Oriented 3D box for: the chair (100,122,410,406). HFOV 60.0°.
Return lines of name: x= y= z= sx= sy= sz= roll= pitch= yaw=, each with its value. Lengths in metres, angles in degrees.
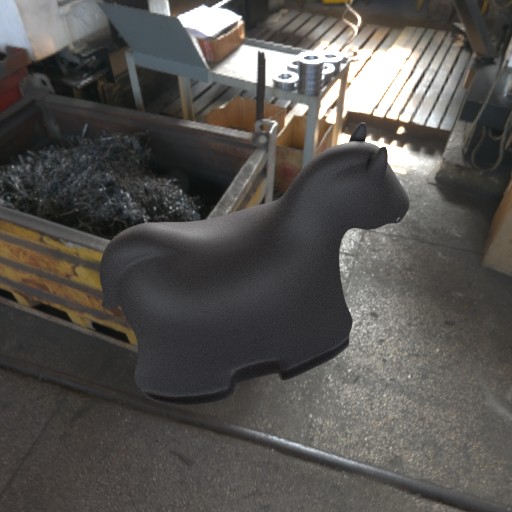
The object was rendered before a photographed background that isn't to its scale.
chair: x=0.000 y=0.000 z=1.136 sx=0.800 sy=0.612 sz=0.429 roll=-12 pitch=47 yaw=-11
